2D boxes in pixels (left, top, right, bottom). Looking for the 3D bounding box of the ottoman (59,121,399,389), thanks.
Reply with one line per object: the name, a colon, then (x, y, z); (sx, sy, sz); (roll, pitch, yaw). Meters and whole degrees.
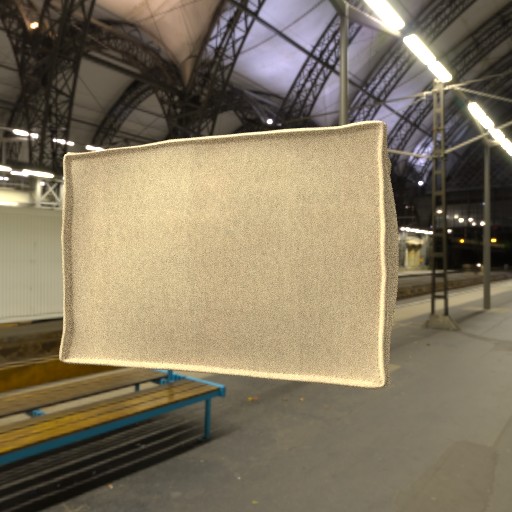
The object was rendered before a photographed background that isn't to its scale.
ottoman: (0.000, 0.000, 1.155); (0.707, 0.470, 0.696); (0, -1, 17)
